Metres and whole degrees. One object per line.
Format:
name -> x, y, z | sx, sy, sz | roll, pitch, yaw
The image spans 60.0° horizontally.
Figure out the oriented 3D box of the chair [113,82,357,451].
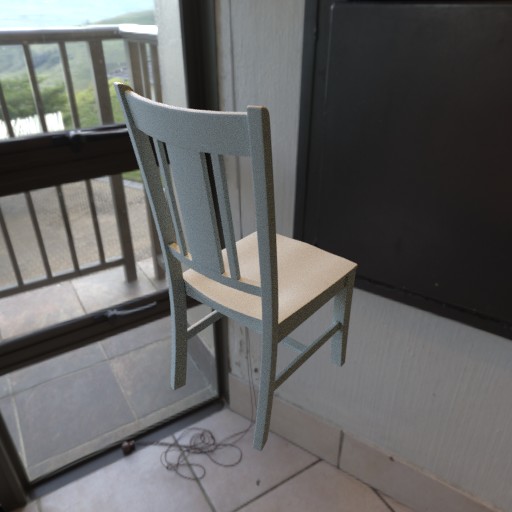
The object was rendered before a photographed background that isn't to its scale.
chair -> 0.000, 0.000, 1.331 | 0.450, 0.998, 0.555 | 23, 37, 34
